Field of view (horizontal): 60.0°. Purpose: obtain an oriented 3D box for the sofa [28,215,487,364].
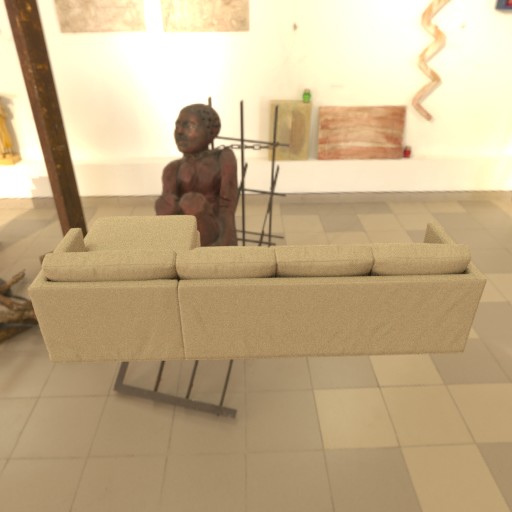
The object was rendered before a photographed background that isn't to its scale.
[{"bbox_3d":[0.000,0.000,3.855,3.177,0.867,1.622,-1,31,-2],"label":"sofa"}]
